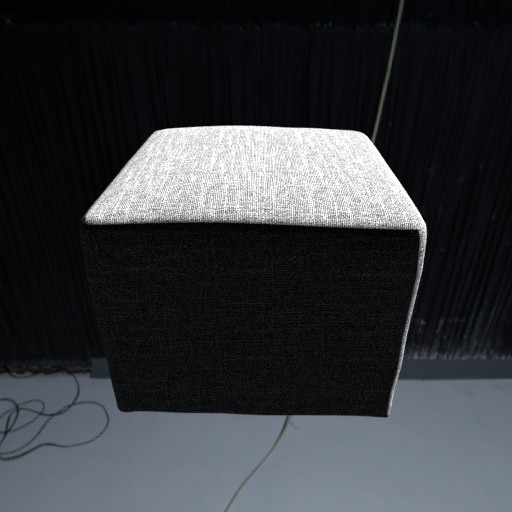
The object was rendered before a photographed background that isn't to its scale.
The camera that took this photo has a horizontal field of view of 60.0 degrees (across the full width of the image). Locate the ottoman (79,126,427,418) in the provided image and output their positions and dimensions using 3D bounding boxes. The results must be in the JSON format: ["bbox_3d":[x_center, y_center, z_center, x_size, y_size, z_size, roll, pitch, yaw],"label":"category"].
[{"bbox_3d":[0.000,0.000,0.934,0.512,0.453,0.521,1,31,1],"label":"ottoman"}]
